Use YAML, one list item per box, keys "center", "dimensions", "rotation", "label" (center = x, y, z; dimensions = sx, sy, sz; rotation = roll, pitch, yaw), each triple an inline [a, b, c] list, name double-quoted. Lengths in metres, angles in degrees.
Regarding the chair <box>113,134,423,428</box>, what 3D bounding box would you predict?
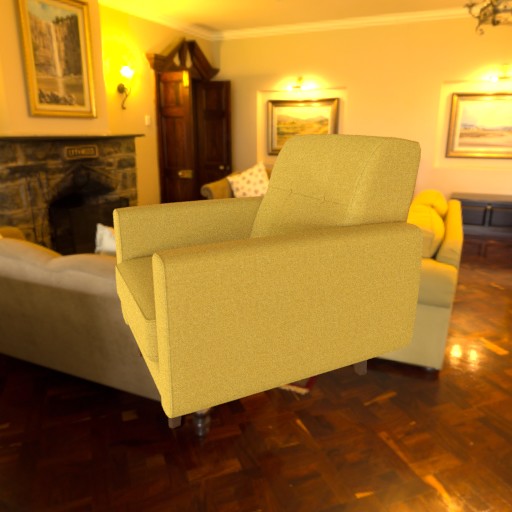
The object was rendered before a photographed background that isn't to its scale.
- center: [0.000, 0.000, 1.589]
  dimensions: [0.909, 0.841, 0.831]
  rotation: [-7, 17, -24]
  label: "chair"
